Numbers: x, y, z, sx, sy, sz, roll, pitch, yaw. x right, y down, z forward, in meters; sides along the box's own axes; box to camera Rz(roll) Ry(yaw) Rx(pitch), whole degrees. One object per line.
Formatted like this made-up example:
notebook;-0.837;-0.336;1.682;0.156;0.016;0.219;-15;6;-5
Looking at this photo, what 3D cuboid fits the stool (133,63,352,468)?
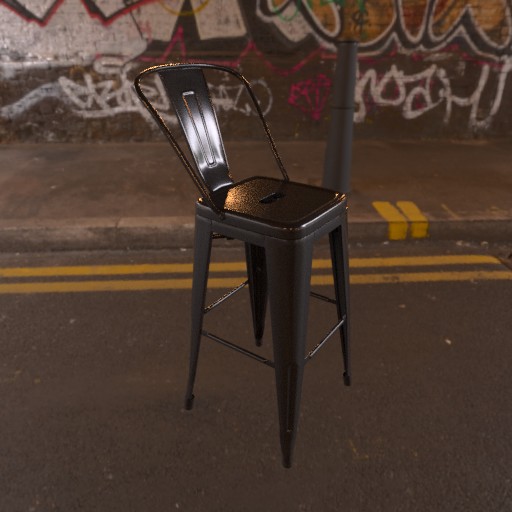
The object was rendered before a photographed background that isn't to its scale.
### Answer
stool;0.000;0.000;1.301;0.528;1.022;0.432;18;32;31
